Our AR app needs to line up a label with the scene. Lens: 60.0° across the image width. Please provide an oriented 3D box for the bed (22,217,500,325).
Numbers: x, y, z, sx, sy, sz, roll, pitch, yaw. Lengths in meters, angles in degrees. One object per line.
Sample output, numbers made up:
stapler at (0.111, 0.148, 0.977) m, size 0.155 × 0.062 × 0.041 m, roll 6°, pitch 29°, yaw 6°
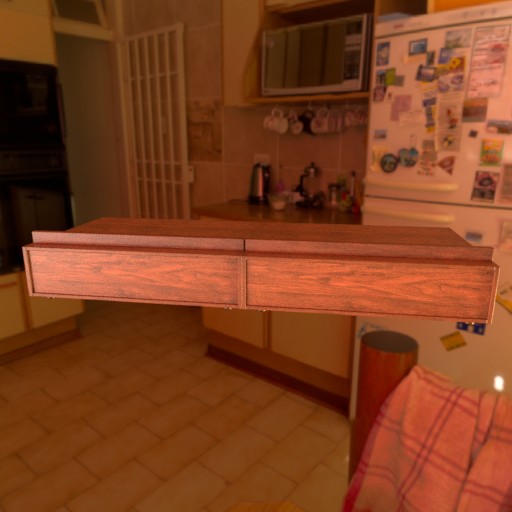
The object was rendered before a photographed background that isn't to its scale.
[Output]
bed at (0.000, 0.000, 2.291) m, size 2.057 × 0.326 × 0.787 m, roll 2°, pitch 16°, yaw 9°
